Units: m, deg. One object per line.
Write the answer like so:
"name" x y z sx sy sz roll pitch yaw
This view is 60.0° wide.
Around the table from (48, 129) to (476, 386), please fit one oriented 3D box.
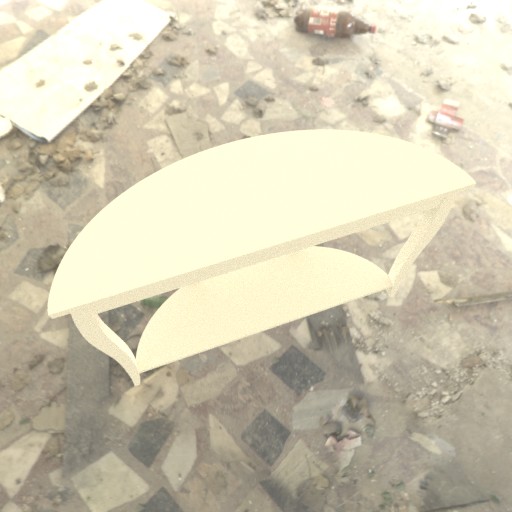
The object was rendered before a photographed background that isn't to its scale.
"table" 0.000 0.000 1.616 1.219 0.780 0.394 -17 62 -10
